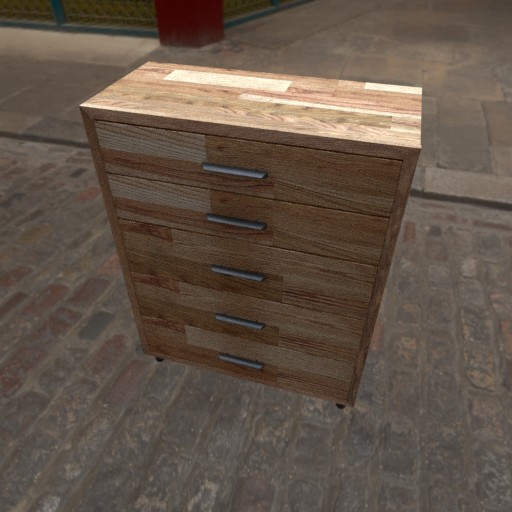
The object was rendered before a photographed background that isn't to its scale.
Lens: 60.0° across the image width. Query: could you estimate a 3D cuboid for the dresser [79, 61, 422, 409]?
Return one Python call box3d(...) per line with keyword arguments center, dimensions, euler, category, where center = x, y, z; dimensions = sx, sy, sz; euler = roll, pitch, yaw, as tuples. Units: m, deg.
box3d(center=(0.000, 0.000, 1.741), dimensions=(0.966, 1.243, 0.480), euler=(11, 41, 13), category="dresser")
